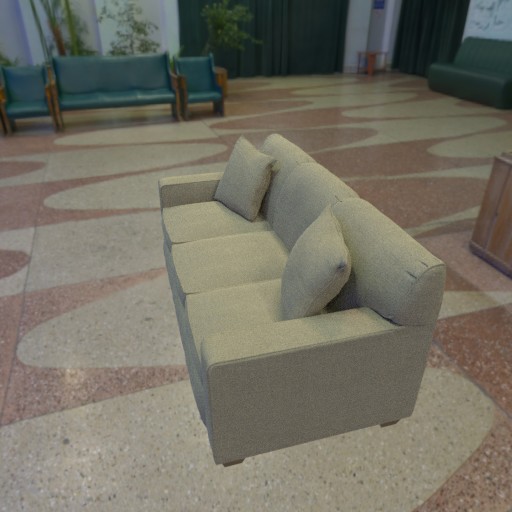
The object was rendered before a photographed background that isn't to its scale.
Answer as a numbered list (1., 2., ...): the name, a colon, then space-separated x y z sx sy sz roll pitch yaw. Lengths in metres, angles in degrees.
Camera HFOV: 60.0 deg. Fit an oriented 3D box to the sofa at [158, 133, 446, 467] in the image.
1. sofa: 0.000 0.000 2.591 0.997 0.958 2.024 -8 31 -14
